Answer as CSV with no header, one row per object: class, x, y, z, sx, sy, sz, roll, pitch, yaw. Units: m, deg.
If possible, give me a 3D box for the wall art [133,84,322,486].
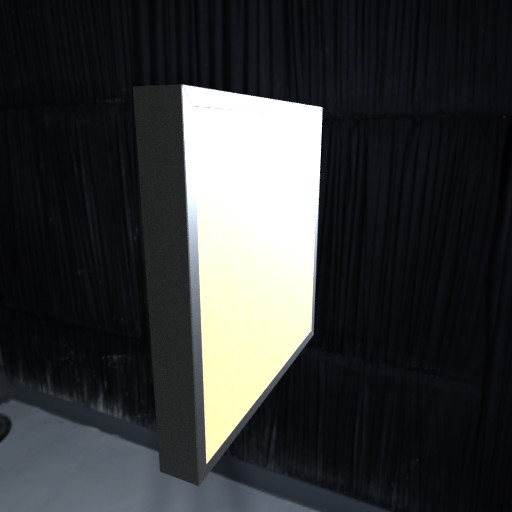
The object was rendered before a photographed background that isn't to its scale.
wall art,0.000,0.000,0.456,0.038,0.304,0.304,7,17,24
